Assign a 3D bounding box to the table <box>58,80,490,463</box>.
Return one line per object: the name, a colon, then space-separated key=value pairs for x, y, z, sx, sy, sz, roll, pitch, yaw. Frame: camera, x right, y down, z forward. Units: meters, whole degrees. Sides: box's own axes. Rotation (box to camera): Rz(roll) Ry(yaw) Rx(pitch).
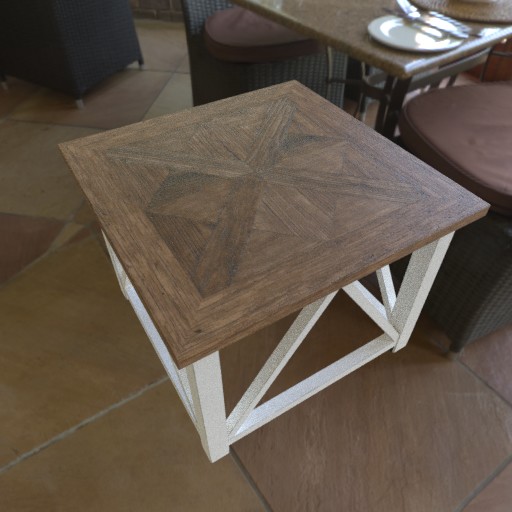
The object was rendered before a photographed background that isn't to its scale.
table: x=0.000 y=0.000 z=1.178 sx=0.700 sy=0.532 sz=0.700 roll=-23 pitch=50 yaw=-21
